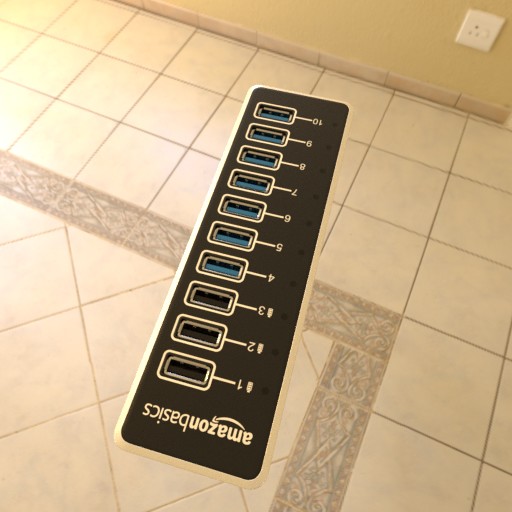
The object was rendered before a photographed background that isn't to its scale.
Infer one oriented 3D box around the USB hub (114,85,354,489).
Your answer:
[{"bbox_3d":[0.000,0.000,0.160,0.044,0.023,0.145,14,64,7],"label":"USB hub"}]
